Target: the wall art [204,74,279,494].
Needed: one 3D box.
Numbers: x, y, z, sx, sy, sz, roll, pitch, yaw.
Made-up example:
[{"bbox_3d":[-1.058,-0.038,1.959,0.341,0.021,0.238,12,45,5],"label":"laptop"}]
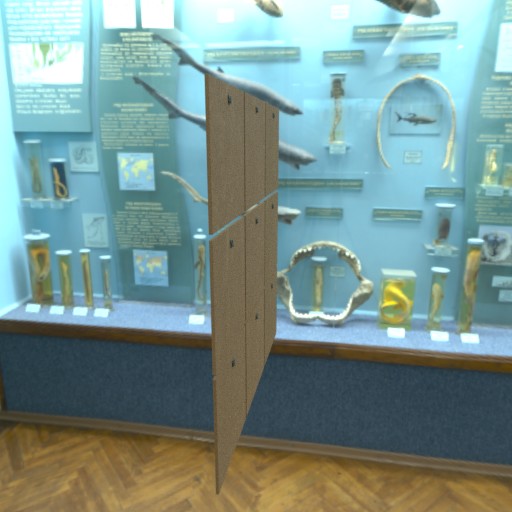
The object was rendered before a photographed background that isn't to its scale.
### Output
[{"bbox_3d":[0.000,0.000,2.251,0.023,1.522,1.526,3,15,11],"label":"wall art"}]
